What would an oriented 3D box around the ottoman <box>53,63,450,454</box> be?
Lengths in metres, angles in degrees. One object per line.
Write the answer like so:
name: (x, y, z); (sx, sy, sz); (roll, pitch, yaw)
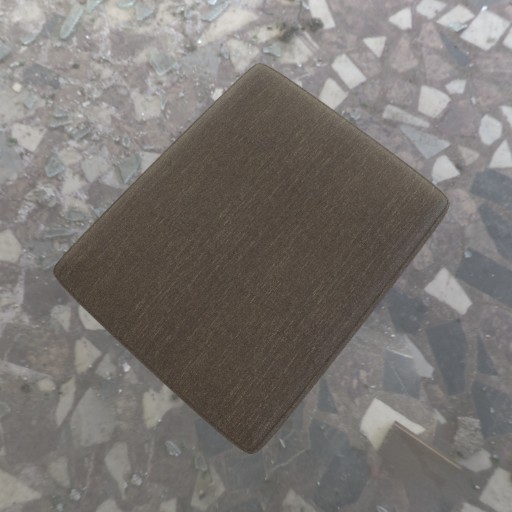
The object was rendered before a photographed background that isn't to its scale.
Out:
ottoman: (0.000, 0.000, 1.278); (0.671, 0.490, 0.820); (39, 79, 10)
